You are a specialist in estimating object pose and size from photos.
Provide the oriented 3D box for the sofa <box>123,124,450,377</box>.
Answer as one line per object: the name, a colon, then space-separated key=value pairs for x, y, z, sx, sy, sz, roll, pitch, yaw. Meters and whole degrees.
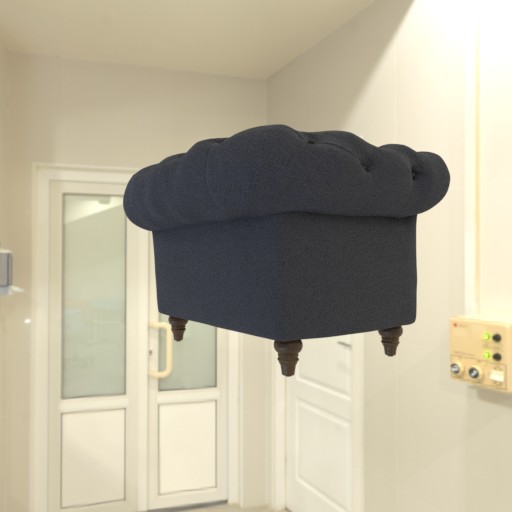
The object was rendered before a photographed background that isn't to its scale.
sofa: x=0.000 y=0.000 z=2.051 sx=1.032 sy=0.878 sz=1.405 roll=1 pitch=-1 yaw=-36
